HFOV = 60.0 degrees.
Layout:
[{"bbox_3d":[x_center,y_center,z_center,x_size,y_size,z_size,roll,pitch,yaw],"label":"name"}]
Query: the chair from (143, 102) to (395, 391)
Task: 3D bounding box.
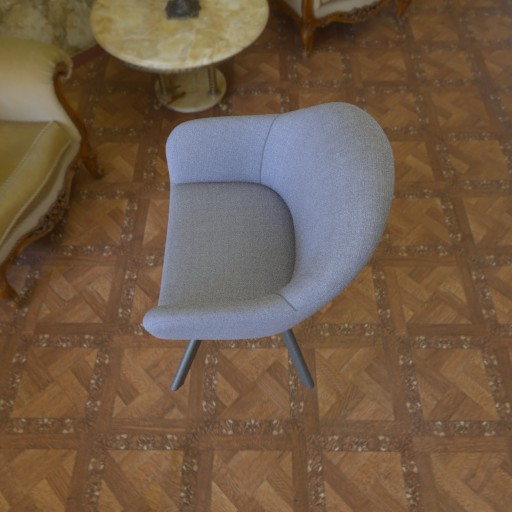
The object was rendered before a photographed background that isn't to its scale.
[{"bbox_3d":[0.000,0.000,1.203,0.550,0.795,0.590,-1,57,-1],"label":"chair"}]
